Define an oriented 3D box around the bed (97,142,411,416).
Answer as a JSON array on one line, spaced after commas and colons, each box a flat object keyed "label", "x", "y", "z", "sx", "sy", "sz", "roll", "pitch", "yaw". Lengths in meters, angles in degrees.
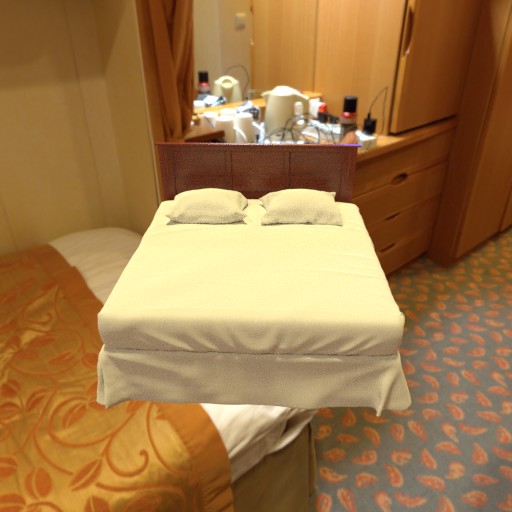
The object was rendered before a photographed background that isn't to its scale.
[{"label": "bed", "x": 0.000, "y": 0.000, "z": 3.683, "sx": 2.314, "sy": 1.271, "sz": 2.219, "roll": 1, "pitch": 30, "yaw": 2}]
